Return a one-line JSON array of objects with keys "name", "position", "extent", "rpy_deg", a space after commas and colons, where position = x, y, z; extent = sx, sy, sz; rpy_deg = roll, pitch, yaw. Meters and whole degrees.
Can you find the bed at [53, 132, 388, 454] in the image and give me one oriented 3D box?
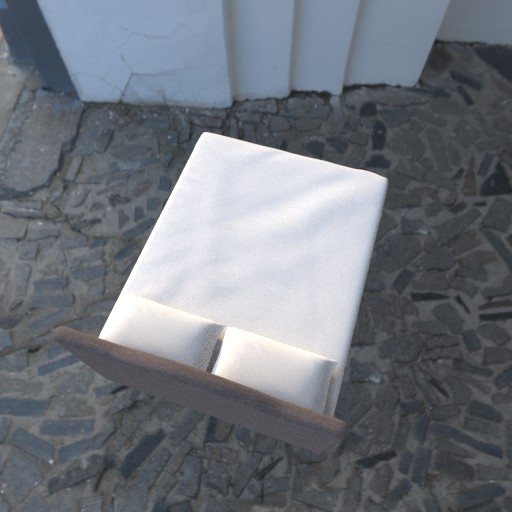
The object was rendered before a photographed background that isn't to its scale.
[{"name": "bed", "position": [0.000, 0.000, 3.997], "extent": [2.161, 1.457, 2.689], "rpy_deg": [16, 64, 8]}]
